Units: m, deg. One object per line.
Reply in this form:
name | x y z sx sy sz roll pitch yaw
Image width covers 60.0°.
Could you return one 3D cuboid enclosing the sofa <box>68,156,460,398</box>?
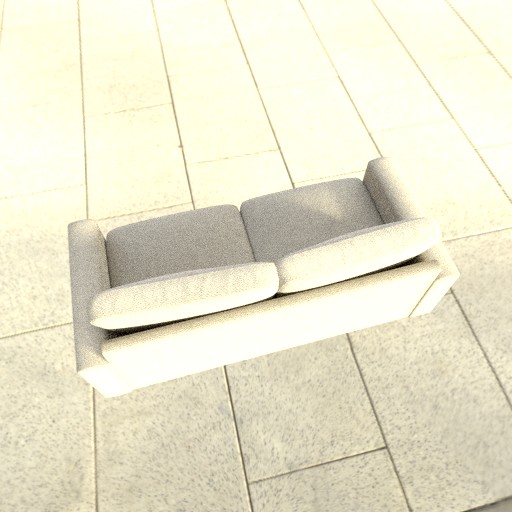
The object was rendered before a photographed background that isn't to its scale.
sofa | 0.000 0.000 2.761 2.179 0.873 1.016 -13 59 -8
